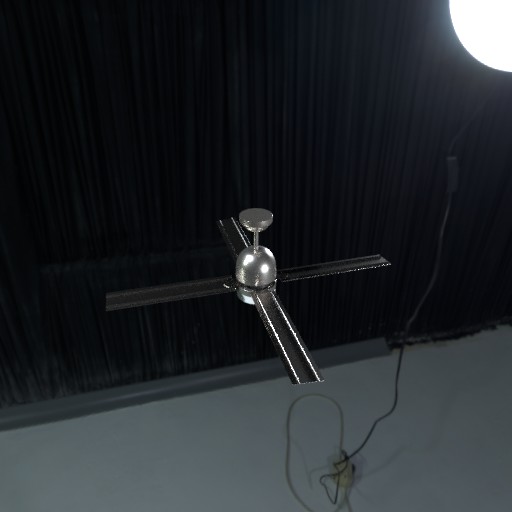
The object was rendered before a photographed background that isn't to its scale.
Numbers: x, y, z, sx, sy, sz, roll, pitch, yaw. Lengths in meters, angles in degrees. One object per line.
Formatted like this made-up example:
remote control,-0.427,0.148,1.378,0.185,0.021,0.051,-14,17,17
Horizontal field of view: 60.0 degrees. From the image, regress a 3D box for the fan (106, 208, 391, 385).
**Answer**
fan,0.000,0.000,2.007,1.346,0.406,1.346,-9,31,-15
